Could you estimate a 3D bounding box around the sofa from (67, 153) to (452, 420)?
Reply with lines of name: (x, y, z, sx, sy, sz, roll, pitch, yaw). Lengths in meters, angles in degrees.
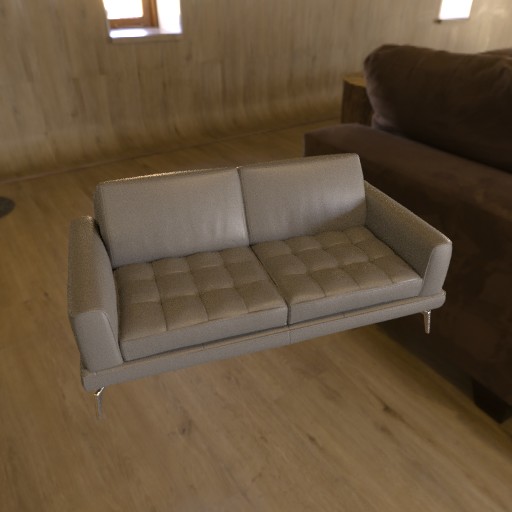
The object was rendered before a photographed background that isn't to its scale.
sofa: (0.000, 0.000, 2.771, 2.177, 0.930, 1.121, -10, 33, -16)
